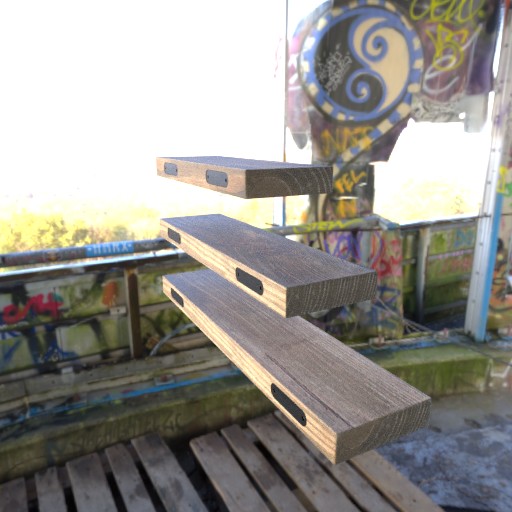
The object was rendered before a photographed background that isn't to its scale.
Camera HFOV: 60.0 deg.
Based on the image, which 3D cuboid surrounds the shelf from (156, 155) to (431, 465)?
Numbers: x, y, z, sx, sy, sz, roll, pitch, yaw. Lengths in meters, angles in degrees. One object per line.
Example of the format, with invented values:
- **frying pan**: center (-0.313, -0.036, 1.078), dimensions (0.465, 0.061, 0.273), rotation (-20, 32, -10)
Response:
- **shelf**: center (0.000, 0.000, 0.717), dimensions (0.140, 0.293, 0.610), rotation (-8, 17, -27)
